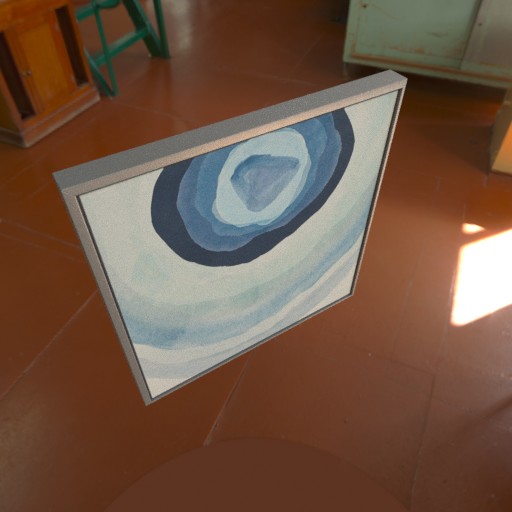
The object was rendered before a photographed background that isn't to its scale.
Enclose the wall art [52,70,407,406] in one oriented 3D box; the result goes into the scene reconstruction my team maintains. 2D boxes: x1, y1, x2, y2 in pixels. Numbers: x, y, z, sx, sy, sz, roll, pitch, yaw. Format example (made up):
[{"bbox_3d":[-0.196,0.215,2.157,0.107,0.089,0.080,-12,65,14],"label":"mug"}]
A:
[{"bbox_3d":[0.000,0.000,0.518,0.349,0.349,0.028,-24,51,-22],"label":"wall art"}]
